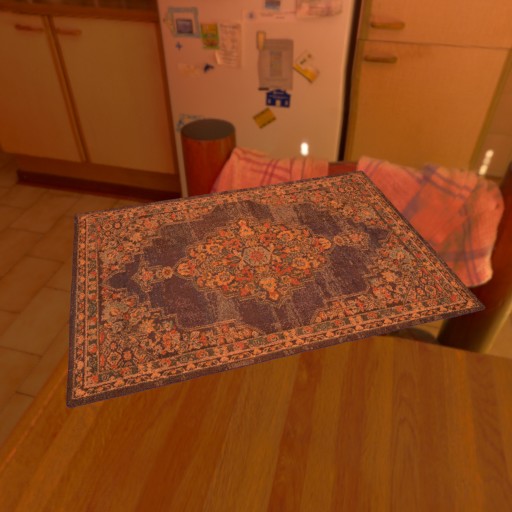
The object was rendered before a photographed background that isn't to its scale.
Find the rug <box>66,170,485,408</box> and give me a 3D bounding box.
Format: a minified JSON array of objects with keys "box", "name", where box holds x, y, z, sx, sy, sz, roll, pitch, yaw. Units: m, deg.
[{"box":[0.000,0.000,3.683,2.940,0.011,2.053,-11,42,-12],"name":"rug"}]
